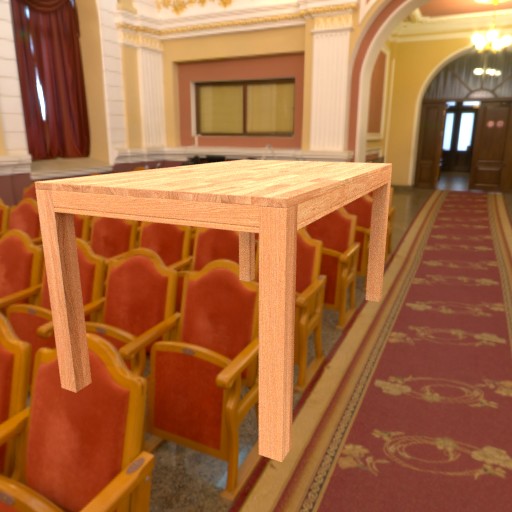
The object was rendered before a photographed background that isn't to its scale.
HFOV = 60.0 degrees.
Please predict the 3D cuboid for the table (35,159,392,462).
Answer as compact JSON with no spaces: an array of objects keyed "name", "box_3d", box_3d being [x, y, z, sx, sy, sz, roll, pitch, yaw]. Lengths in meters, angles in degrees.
[{"name":"table","box_3d":[0.000,0.000,2.029,0.900,0.770,1.500,7,17,25]}]
